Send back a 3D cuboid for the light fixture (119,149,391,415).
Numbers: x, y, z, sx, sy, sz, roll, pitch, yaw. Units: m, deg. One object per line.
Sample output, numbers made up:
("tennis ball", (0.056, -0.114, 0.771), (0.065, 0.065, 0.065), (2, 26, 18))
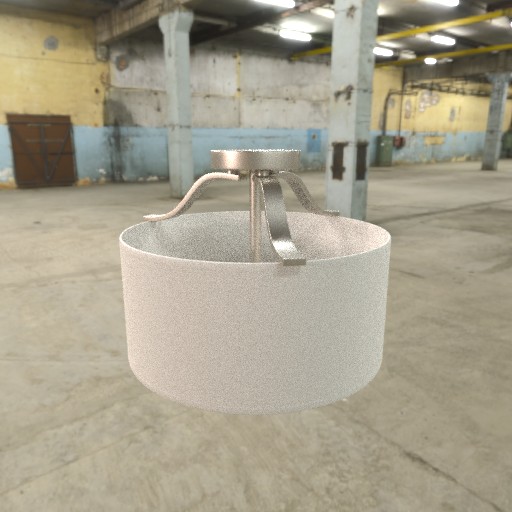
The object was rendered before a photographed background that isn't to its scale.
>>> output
("light fixture", (0.000, 0.000, 0.653), (0.395, 0.304, 0.395), (0, 14, 0))
